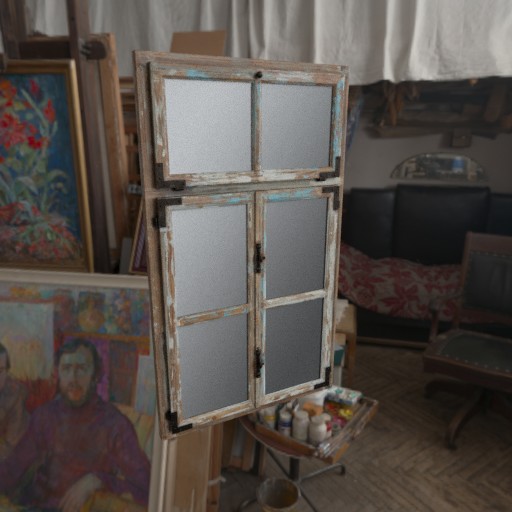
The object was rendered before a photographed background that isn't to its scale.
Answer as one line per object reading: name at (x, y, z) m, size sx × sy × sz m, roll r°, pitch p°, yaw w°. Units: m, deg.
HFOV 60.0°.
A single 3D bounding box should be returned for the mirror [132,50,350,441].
mirror at (0.000, 0.000, 1.478) m, size 0.707 × 1.213 × 0.083 m, roll -8°, pitch 18°, yaw -26°
